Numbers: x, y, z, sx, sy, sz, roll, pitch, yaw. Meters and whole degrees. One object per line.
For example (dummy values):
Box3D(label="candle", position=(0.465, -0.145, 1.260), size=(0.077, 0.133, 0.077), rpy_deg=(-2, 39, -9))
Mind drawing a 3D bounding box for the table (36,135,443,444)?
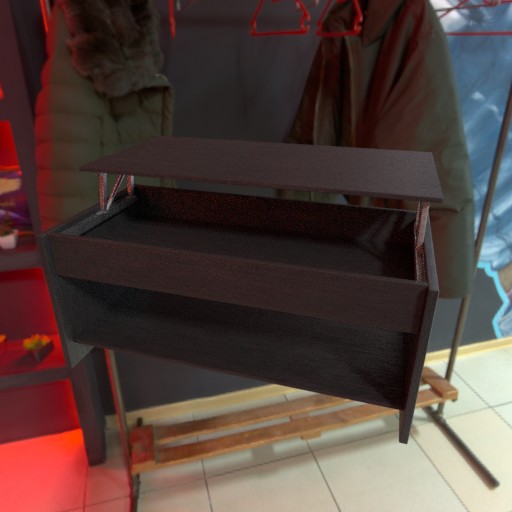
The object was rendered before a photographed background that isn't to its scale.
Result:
Box3D(label="table", position=(0.000, 0.000, 1.410), size=(1.000, 0.570, 0.712), rpy_deg=(8, 27, 15))
